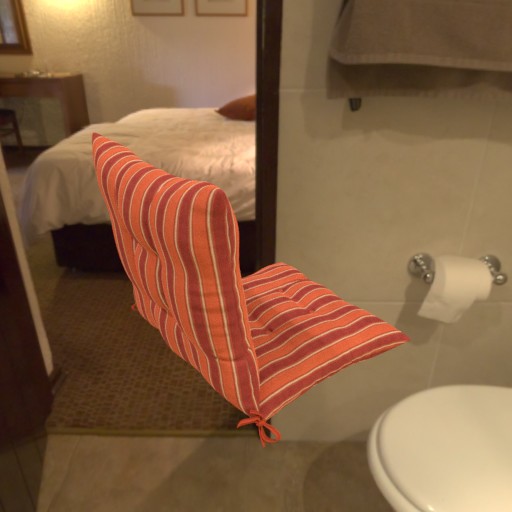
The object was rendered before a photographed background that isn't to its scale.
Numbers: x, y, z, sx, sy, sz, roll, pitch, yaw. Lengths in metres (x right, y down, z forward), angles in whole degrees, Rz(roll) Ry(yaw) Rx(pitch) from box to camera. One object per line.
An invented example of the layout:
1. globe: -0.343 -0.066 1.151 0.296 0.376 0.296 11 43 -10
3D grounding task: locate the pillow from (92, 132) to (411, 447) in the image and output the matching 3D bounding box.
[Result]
1. pillow: 0.000 0.000 1.016 0.585 0.536 0.541 -18 32 -32
